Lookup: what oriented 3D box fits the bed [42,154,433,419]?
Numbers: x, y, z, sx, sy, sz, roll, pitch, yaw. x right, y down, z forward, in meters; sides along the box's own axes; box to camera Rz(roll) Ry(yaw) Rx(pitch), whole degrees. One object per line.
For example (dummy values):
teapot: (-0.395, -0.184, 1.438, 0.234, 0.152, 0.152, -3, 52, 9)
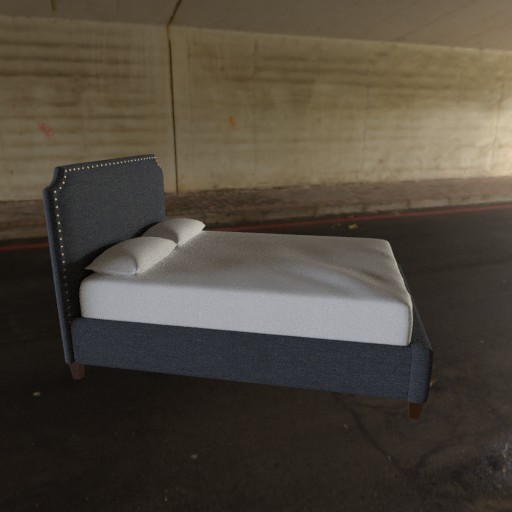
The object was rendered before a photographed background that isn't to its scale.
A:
bed: (0.000, 0.000, 3.425, 2.372, 1.443, 1.713, 3, 16, 11)
